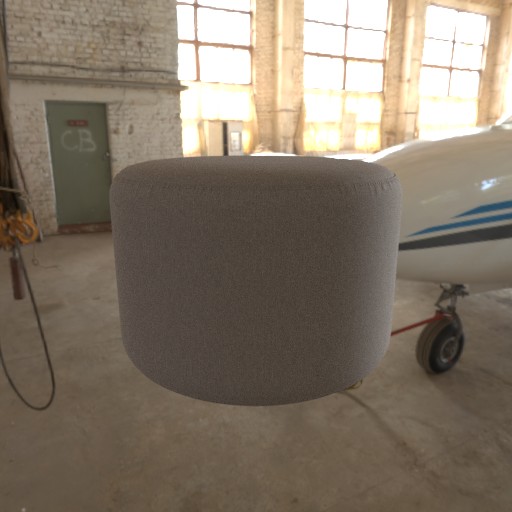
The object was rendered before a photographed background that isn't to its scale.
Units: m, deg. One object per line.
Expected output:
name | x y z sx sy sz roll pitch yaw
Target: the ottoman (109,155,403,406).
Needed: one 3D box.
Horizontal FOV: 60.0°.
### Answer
ottoman | 0.000 0.000 1.001 0.608 0.433 0.608 0 15 0
